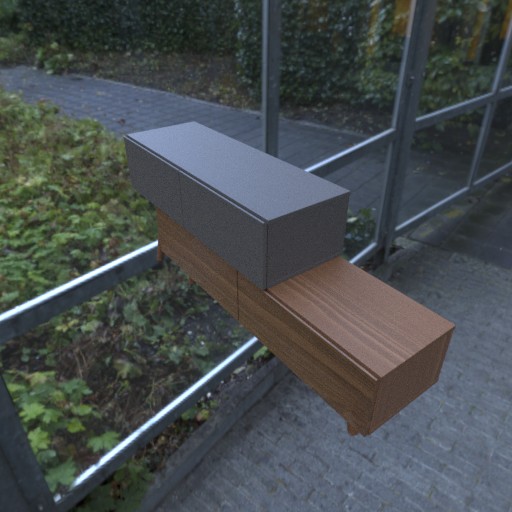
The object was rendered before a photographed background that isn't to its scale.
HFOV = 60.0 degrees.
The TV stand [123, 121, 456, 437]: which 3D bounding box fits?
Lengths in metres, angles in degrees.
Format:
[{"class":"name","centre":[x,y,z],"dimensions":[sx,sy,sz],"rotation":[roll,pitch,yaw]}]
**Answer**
[{"class":"TV stand","centre":[0.000,0.000,1.565],"dimensions":[0.329,0.591,1.336],"rotation":[-22,39,-30]}]
